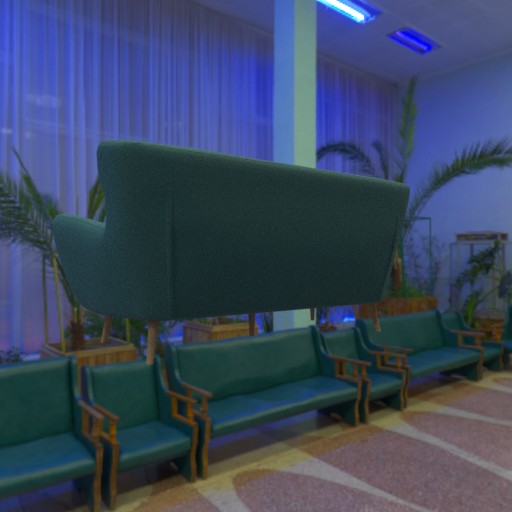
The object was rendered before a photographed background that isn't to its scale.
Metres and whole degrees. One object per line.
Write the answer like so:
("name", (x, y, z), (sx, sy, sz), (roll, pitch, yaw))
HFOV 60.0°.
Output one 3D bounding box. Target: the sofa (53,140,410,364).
("sofa", (0.000, 0.000, 2.426), (1.930, 0.890, 0.889), (0, -1, -35))
